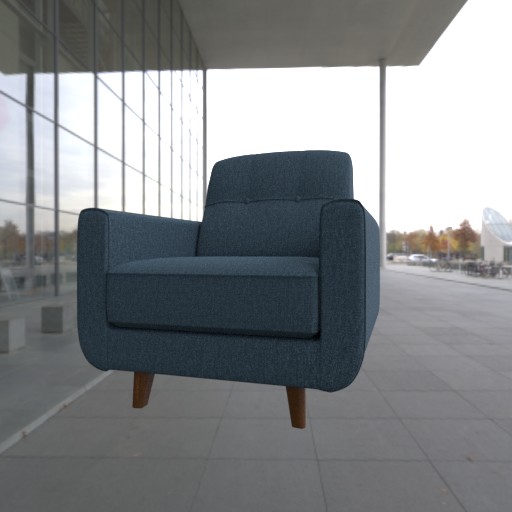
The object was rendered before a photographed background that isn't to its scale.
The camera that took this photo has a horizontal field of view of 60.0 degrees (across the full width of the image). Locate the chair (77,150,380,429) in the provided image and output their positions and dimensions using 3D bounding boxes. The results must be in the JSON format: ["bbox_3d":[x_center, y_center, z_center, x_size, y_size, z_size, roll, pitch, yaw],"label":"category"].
[{"bbox_3d":[0.000,0.000,1.689,0.880,0.940,0.964,0,0,18],"label":"chair"}]
